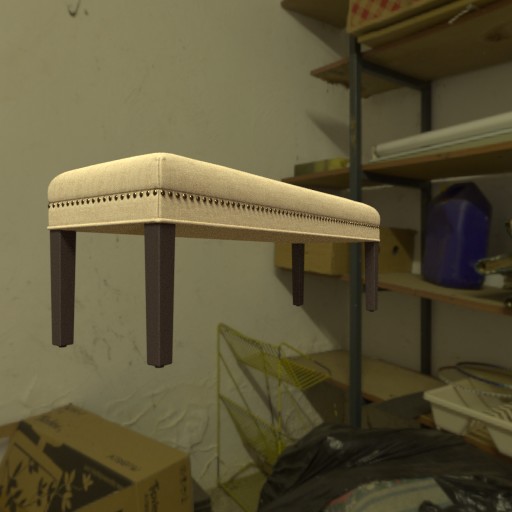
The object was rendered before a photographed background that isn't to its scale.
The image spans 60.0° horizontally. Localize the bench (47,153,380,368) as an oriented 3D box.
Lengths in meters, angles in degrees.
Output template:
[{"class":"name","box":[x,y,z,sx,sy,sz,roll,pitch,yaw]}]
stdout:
[{"class":"bench","box":[0.000,0.000,1.474,0.410,0.457,1.219,0,0,36]}]
